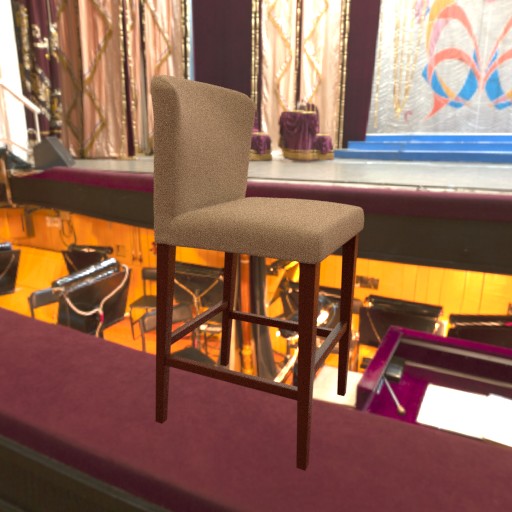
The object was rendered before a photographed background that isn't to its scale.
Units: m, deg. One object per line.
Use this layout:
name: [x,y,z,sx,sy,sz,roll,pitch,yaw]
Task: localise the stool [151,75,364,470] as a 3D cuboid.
stool: [0.000,0.000,1.384,0.568,1.069,0.481,7,16,25]
